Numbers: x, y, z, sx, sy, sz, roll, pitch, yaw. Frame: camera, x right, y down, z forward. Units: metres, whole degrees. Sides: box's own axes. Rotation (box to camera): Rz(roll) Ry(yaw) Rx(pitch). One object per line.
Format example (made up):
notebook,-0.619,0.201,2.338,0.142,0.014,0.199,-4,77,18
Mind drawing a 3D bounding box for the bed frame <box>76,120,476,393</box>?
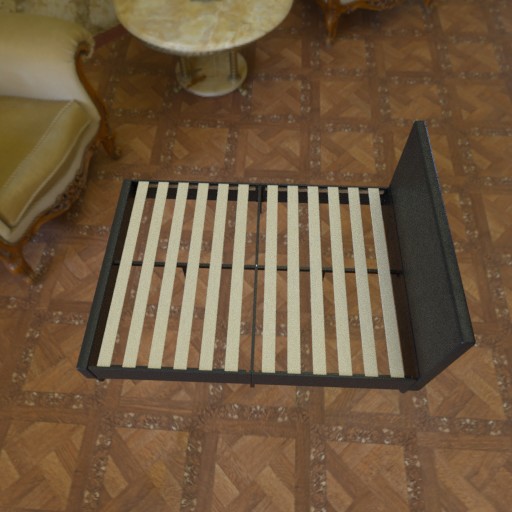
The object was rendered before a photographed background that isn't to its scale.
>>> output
bed frame,0.000,0.000,3.181,2.318,1.127,1.634,2,59,1
